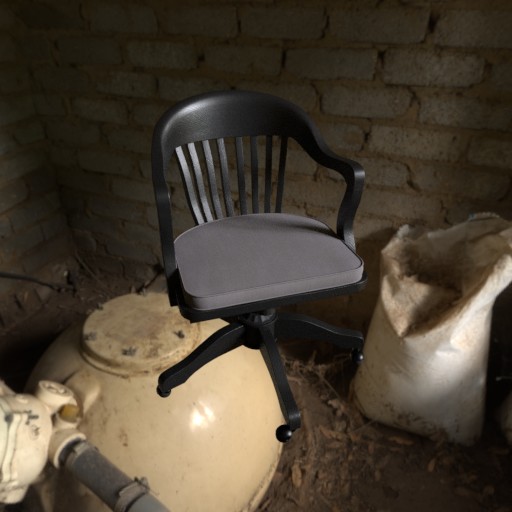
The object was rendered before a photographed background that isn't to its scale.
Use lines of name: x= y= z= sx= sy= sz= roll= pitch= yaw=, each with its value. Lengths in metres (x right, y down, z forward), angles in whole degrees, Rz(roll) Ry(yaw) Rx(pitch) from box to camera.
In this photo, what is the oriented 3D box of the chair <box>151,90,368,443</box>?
chair: x=0.000 y=0.000 z=1.433 sx=0.750 sy=0.878 sz=0.788 roll=-9 pitch=33 yaw=-14
